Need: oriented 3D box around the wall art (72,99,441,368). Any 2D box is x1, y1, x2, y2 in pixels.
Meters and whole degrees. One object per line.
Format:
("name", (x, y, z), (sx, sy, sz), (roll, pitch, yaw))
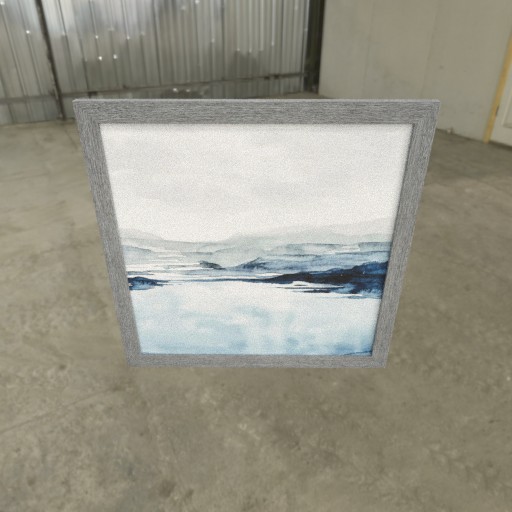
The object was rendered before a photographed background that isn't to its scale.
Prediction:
("wall art", (0.000, 0.000, 1.009), (0.685, 0.685, 0.020), (0, 32, 0))
